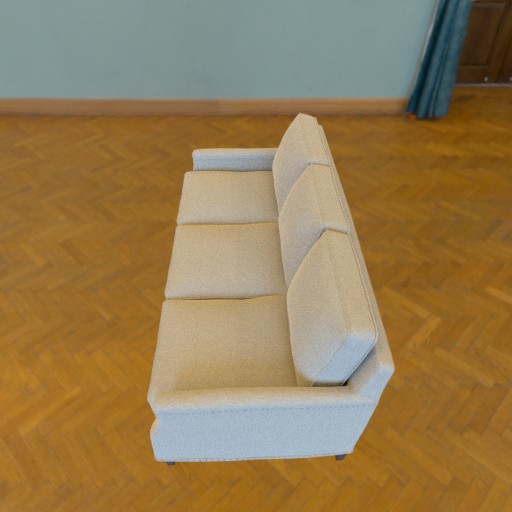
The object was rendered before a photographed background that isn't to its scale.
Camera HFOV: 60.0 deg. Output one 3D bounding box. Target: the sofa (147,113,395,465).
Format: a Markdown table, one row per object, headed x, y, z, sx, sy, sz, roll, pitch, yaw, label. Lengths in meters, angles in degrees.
| x | y | z | sx | sy | sz | roll | pitch | yaw | label |
| --- | --- | --- | --- | --- | --- | --- | --- | --- | --- |
| 0.000 | 0.000 | 2.797 | 1.084 | 1.003 | 2.246 | -1 | 42 | -1 | sofa |
